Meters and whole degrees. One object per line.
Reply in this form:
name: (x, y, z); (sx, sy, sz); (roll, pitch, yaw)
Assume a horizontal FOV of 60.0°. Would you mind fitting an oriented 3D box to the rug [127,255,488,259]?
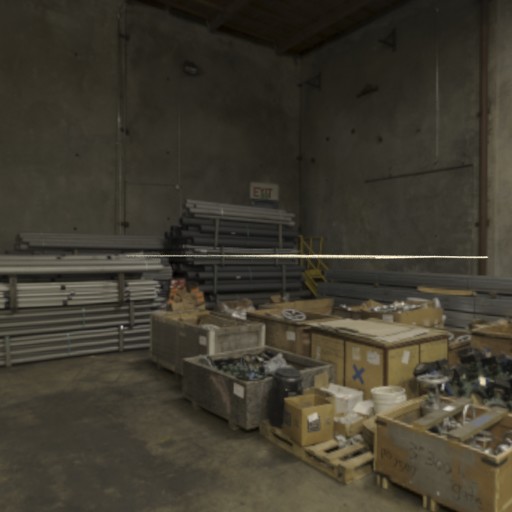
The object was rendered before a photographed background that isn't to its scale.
rug: (0.000, 0.000, 2.627); (0.741, 0.014, 2.390); (0, 0, -35)
